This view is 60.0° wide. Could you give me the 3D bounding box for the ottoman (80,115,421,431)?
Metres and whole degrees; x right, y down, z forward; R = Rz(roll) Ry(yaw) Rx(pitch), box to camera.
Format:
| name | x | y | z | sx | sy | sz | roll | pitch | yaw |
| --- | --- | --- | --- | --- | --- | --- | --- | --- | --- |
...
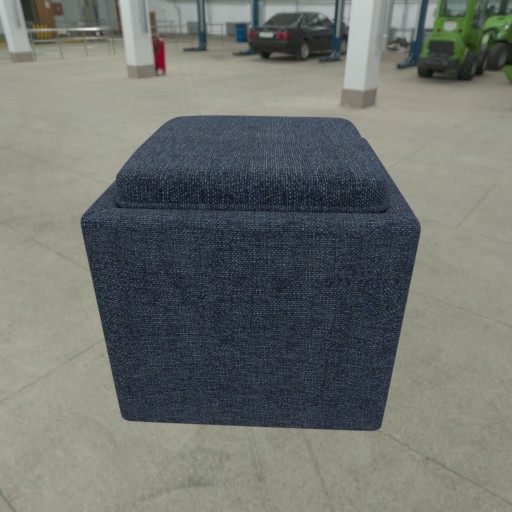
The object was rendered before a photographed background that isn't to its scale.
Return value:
| name | x | y | z | sx | sy | sz | roll | pitch | yaw |
| --- | --- | --- | --- | --- | --- | --- | --- | --- | --- |
| ottoman | 0.000 | 0.000 | 0.844 | 0.450 | 0.460 | 0.450 | 1 | 29 | 2 |
